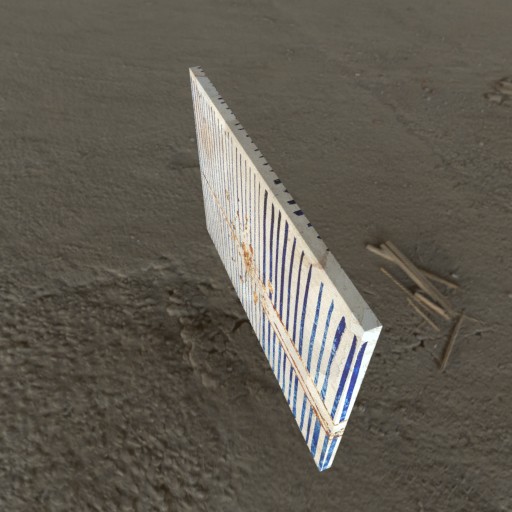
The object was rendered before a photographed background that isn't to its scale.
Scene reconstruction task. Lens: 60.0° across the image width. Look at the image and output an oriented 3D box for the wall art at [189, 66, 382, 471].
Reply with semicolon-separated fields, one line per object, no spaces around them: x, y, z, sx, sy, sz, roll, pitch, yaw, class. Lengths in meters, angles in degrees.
0.000;0.000;1.430;0.038;0.757;1.143;-16;49;-15;wall art
